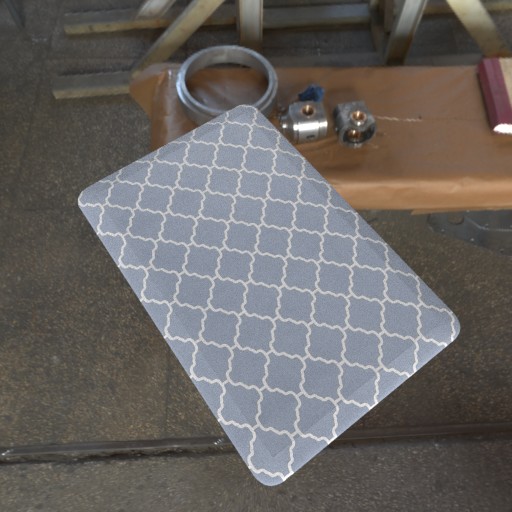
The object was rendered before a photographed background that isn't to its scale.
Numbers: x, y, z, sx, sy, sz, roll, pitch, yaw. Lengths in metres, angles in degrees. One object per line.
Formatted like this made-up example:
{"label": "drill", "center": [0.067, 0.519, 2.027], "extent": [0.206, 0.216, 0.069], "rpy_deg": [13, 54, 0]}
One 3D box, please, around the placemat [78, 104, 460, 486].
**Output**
{"label": "placemat", "center": [0.000, 0.000, 0.960], "extent": [0.508, 0.021, 0.762], "rpy_deg": [-33, 69, -15]}
